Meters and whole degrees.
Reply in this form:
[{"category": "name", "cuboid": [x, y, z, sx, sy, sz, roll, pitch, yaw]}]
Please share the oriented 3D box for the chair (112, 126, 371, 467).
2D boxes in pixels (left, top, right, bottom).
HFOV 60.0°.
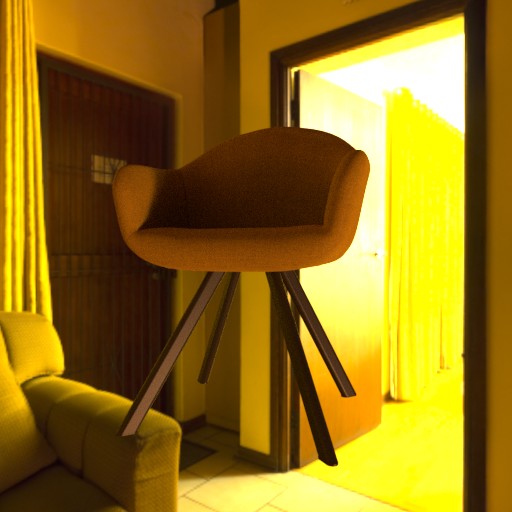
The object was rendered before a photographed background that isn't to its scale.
[{"category": "chair", "cuboid": [0.000, 0.000, 1.171, 0.590, 0.795, 0.550, 0, 0, 17]}]
